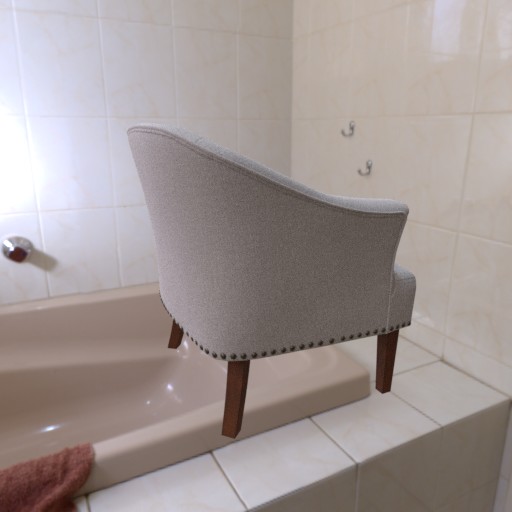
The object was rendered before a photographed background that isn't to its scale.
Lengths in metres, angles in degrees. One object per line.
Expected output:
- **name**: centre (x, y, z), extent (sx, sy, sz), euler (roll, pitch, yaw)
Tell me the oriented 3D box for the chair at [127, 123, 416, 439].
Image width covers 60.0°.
- **chair**: centre (0.000, 0.000, 1.426), extent (0.704, 0.815, 0.798), euler (-7, 17, -24)
